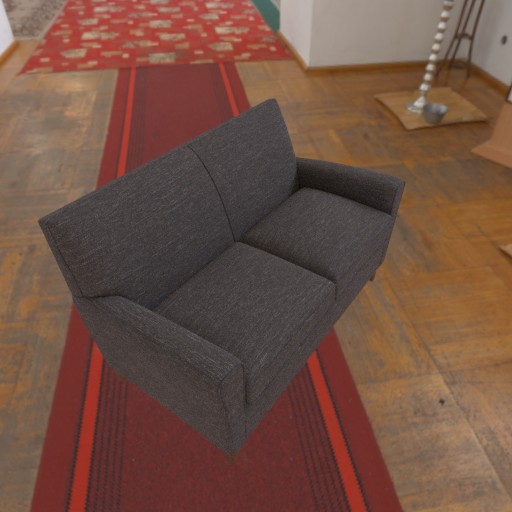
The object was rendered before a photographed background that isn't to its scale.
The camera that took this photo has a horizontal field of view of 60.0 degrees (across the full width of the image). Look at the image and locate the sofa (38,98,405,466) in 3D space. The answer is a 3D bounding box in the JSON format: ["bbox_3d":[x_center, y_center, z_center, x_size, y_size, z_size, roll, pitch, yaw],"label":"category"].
[{"bbox_3d":[0.000,0.000,2.081,0.867,0.905,1.509,25,46,27],"label":"sofa"}]
